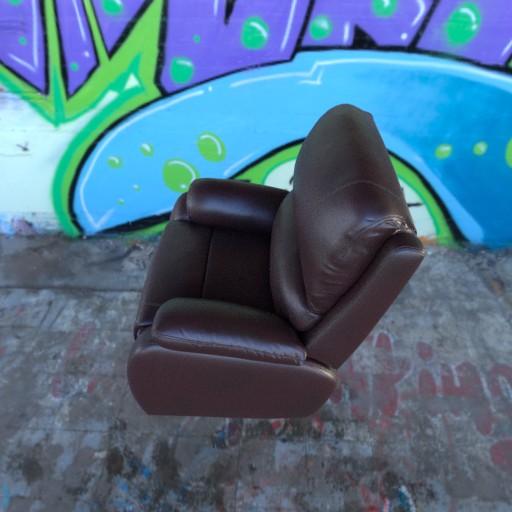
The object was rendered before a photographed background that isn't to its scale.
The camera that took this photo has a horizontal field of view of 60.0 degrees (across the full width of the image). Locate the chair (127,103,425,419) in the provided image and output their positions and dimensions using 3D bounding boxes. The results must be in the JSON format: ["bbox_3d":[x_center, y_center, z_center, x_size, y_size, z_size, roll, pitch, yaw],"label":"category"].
[{"bbox_3d":[0.000,0.000,1.717,0.899,1.011,0.930,1,41,1],"label":"chair"}]
